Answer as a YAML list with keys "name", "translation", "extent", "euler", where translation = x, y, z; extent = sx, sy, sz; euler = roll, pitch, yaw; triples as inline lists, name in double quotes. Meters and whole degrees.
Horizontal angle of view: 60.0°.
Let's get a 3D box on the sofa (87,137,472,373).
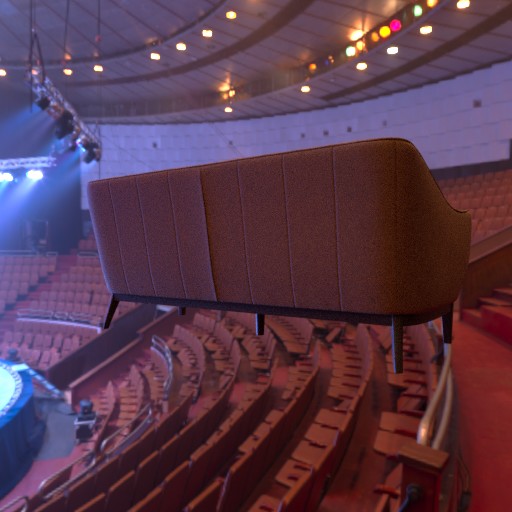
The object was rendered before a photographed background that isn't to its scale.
- name: "sofa"
  translation: [0.000, 0.000, 2.297]
  extent: [1.928, 0.830, 0.869]
  euler: [0, 0, 34]
